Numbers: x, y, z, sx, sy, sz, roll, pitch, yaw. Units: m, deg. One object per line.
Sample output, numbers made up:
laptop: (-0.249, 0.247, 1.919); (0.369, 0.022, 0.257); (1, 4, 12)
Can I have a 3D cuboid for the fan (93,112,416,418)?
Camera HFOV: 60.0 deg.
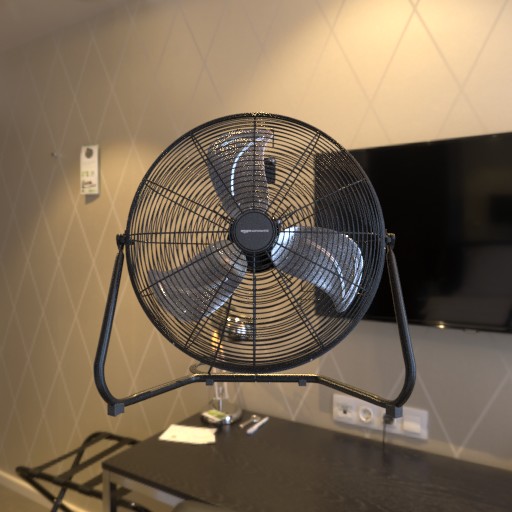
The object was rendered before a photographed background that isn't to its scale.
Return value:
fan: (0.000, 0.000, 1.040); (0.595, 0.605, 0.470); (0, 1, 1)
